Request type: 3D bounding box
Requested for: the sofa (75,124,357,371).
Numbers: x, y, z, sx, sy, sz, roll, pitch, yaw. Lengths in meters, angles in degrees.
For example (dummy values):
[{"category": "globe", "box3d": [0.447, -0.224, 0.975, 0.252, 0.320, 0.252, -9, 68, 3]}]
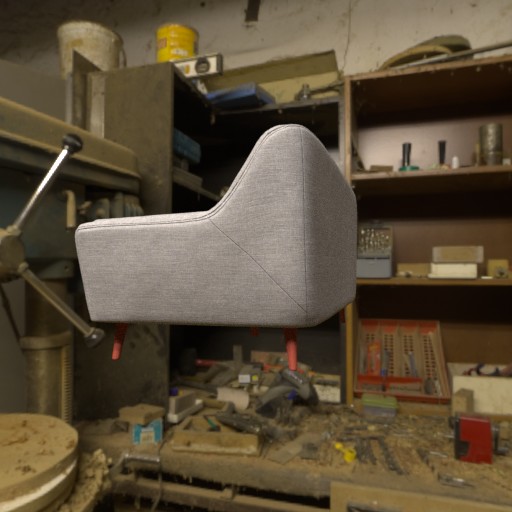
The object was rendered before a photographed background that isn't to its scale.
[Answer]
[{"category": "sofa", "box3d": [0.000, 0.000, 2.480, 0.976, 0.897, 1.930, 0, -2, 18]}]
